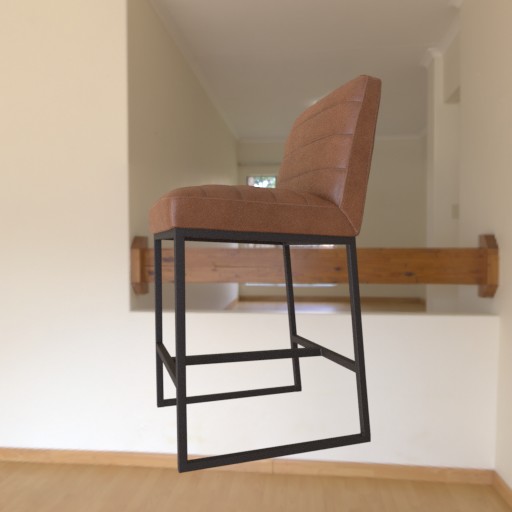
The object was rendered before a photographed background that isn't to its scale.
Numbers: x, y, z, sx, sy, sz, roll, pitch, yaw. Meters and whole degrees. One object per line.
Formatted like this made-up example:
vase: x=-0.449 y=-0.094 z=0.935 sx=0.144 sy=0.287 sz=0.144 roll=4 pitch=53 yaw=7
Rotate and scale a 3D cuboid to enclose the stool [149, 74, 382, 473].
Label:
stool: x=0.000 y=0.000 z=1.248 sx=0.556 sy=0.940 sz=0.458 roll=0 pitch=1 yaw=-19
